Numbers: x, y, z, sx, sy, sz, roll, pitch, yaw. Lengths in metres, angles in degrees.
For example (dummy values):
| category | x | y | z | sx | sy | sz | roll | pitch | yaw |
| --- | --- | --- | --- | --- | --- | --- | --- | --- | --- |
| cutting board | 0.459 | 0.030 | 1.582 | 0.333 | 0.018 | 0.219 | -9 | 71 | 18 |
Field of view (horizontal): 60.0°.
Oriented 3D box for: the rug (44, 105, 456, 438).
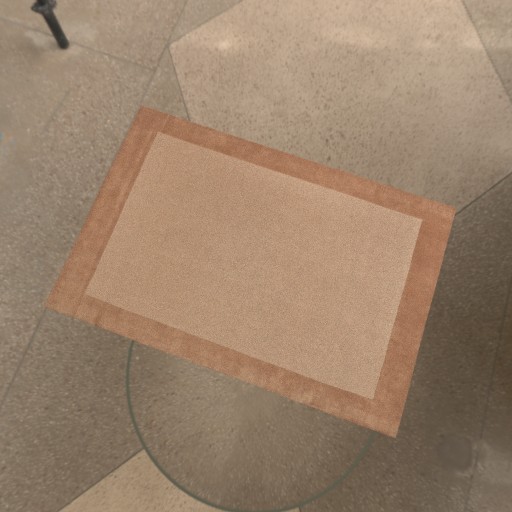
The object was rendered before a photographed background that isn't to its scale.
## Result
| category | x | y | z | sx | sy | sz | roll | pitch | yaw |
| --- | --- | --- | --- | --- | --- | --- | --- | --- | --- |
| rug | 0.000 | 0.000 | 2.297 | 1.829 | 0.014 | 1.219 | 19 | 76 | 5 |
